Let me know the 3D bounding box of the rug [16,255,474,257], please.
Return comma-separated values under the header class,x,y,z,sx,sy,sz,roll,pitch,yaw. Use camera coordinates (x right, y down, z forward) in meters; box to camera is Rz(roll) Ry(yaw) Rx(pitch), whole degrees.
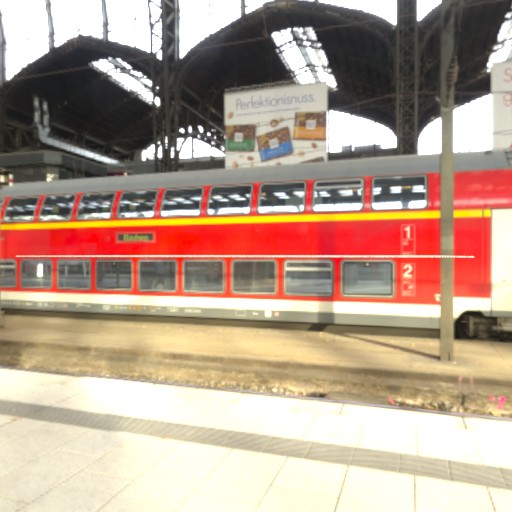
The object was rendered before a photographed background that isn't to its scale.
class,x,y,z,sx,sy,sz,roll,pitch,yaw
rug,0.000,0.000,2.243,1.818,0.005,1.217,0,0,18
